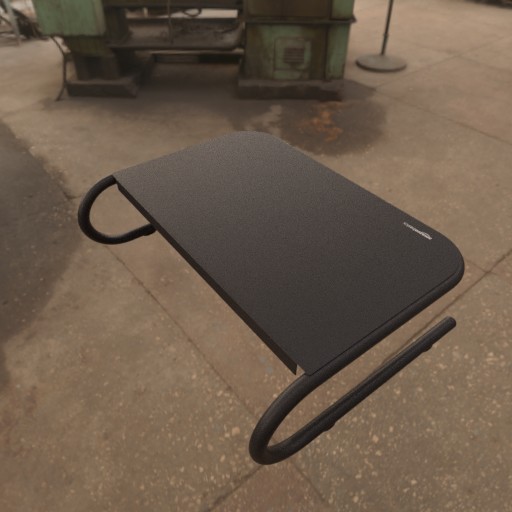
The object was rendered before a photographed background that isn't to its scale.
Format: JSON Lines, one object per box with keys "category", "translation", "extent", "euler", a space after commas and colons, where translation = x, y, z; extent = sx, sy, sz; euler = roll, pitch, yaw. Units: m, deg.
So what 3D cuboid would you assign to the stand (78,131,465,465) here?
{"category": "stand", "translation": [0.000, 0.000, 0.506], "extent": [0.280, 0.108, 0.370], "euler": [-27, 48, -27]}
